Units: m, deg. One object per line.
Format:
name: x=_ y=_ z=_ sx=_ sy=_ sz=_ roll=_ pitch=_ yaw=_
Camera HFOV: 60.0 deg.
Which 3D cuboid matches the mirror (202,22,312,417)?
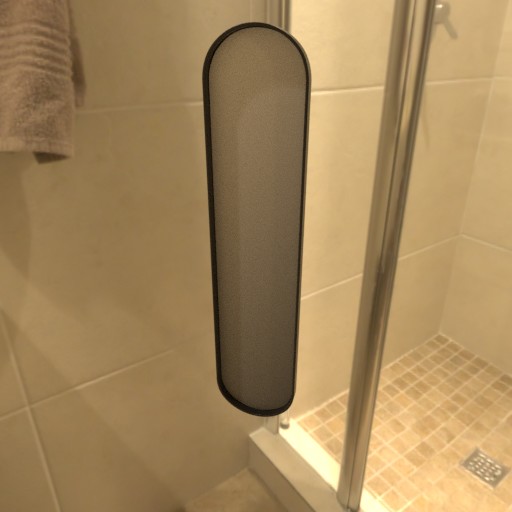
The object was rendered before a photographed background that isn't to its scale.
mirror: x=0.000 y=0.000 z=1.061 sx=0.222 sy=0.991 sz=0.032 roll=7 pitch=26 yaw=15
